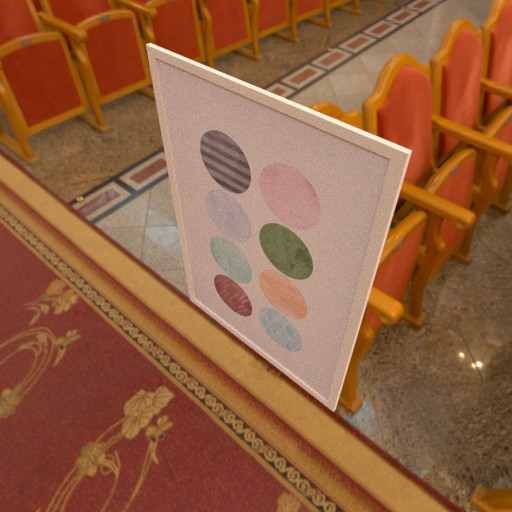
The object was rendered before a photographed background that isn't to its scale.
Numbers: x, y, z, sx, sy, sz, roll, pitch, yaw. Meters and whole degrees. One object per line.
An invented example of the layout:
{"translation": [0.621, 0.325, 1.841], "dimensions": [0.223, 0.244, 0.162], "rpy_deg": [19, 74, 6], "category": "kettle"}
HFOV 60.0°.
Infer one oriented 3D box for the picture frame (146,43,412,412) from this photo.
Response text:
{"translation": [0.000, 0.000, 1.197], "dimensions": [0.659, 0.940, 0.013], "rpy_deg": [33, 55, 27], "category": "picture frame"}
